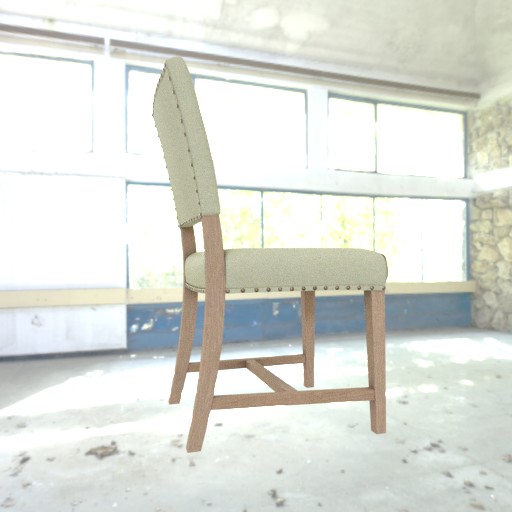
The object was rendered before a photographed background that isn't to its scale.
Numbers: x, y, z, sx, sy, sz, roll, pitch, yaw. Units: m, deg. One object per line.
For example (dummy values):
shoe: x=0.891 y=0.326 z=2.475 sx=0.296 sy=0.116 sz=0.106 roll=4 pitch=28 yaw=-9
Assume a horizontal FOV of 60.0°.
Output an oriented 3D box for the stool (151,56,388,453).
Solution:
stool: x=0.000 y=0.000 z=1.380 sx=0.623 sy=0.986 sz=0.508 roll=0 pitch=-1 yaw=-18
